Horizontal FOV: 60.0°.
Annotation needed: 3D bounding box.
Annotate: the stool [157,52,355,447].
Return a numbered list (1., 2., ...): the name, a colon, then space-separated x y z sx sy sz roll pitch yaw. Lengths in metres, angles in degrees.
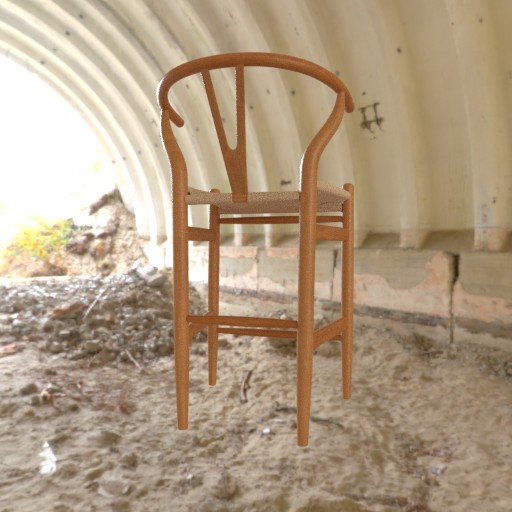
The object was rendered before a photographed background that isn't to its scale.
1. stool: 0.000 0.000 1.328 0.569 0.970 0.579 0 1 17
